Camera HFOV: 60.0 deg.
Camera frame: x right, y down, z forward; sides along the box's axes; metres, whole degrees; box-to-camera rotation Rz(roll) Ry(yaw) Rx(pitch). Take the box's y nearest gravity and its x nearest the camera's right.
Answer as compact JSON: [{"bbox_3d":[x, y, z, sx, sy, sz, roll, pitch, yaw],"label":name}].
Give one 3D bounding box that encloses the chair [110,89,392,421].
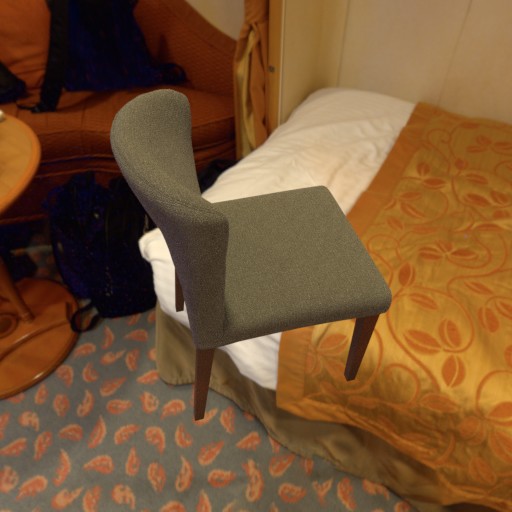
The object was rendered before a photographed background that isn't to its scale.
[{"bbox_3d":[0.000,0.000,1.207,0.589,0.839,0.491,-11,47,-10],"label":"chair"}]
